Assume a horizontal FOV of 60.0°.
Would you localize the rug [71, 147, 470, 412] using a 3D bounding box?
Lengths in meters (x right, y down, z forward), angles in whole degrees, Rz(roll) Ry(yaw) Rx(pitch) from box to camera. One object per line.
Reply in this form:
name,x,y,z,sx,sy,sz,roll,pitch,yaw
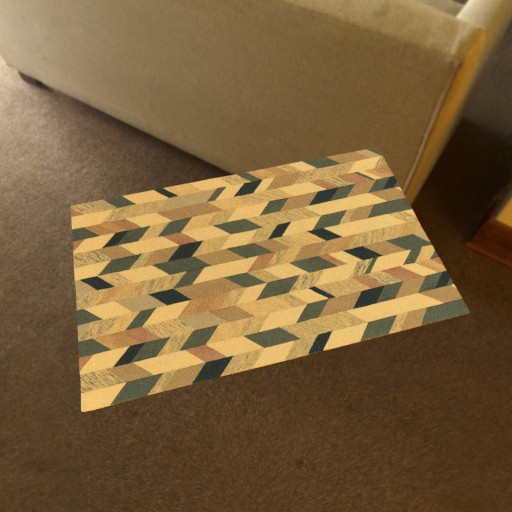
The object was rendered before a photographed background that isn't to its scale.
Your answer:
rug,0.000,0.000,3.035,2.423,0.008,1.513,-12,59,-7
